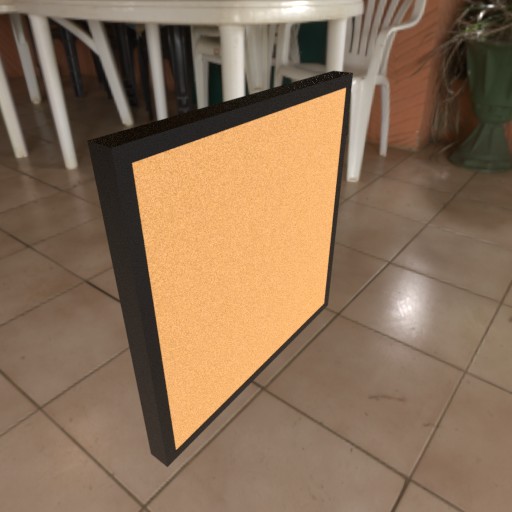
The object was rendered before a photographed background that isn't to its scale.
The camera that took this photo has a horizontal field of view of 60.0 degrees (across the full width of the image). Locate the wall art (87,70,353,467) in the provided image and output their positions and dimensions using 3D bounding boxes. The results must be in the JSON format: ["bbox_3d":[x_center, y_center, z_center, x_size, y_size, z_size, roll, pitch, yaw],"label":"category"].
[{"bbox_3d":[0.000,0.000,0.735,0.038,0.506,0.506,22,38,31],"label":"wall art"}]
